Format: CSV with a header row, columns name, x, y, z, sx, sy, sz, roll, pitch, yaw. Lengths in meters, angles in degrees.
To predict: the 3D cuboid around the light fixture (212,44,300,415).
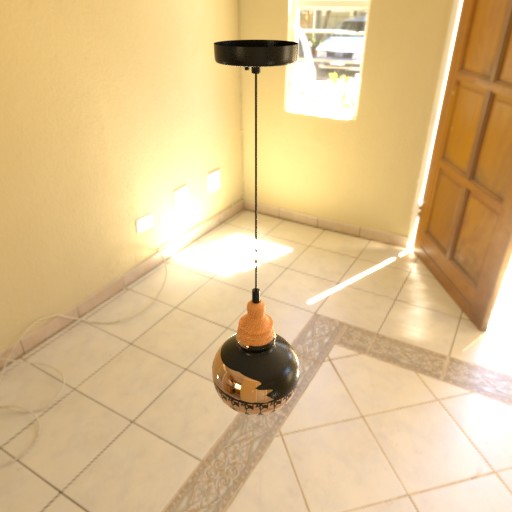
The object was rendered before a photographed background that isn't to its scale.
name,x,y,z,sx,sy,sz,roll,pitch,yaw
light fixture,0.000,0.000,1.849,0.430,1.606,0.430,11,32,18
